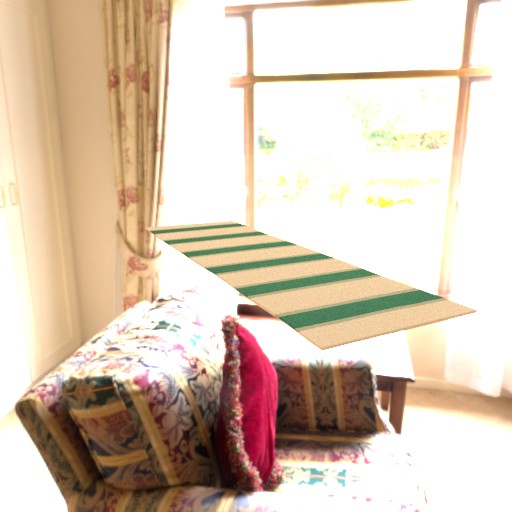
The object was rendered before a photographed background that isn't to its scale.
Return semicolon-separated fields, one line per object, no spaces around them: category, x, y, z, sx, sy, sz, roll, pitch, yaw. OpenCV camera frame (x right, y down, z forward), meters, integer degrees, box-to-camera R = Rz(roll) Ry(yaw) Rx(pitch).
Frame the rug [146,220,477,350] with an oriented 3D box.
rug;0.000;0.000;2.672;0.768;0.012;2.438;-7;16;-26
